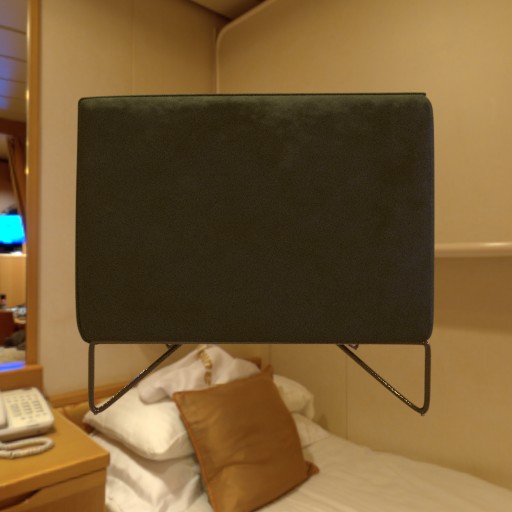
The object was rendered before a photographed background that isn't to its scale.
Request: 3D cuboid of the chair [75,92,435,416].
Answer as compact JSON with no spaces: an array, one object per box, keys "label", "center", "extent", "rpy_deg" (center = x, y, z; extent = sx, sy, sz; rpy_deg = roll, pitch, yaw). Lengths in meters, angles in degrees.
[{"label":"chair","center":[0.000,0.000,1.495],"extent":[0.894,0.790,0.880],"rpy_deg":[0,-1,1]}]
